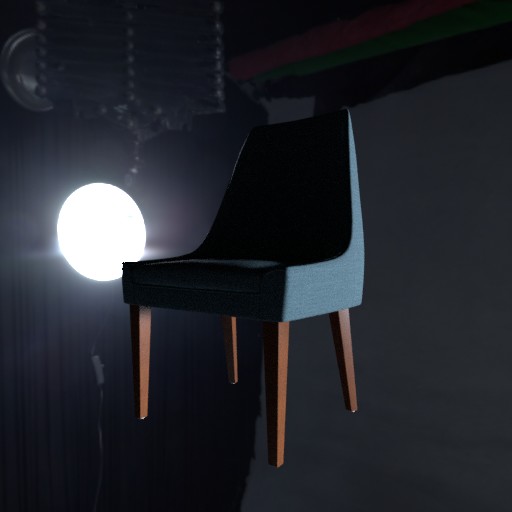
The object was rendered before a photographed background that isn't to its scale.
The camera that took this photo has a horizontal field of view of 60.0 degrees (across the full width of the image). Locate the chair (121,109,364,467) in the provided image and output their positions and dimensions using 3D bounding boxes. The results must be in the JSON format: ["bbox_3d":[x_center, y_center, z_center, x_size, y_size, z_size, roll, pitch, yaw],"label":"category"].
[{"bbox_3d":[0.000,0.000,1.229,0.529,0.861,0.544,1,2,36],"label":"chair"}]
